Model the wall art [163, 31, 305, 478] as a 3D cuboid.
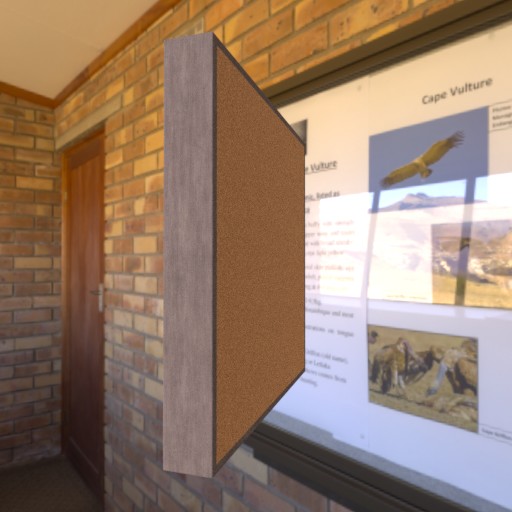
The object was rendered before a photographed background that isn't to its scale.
[{"bbox_3d":[0.000,0.000,0.448,0.038,0.302,0.303,0,-1,18],"label":"wall art"}]
